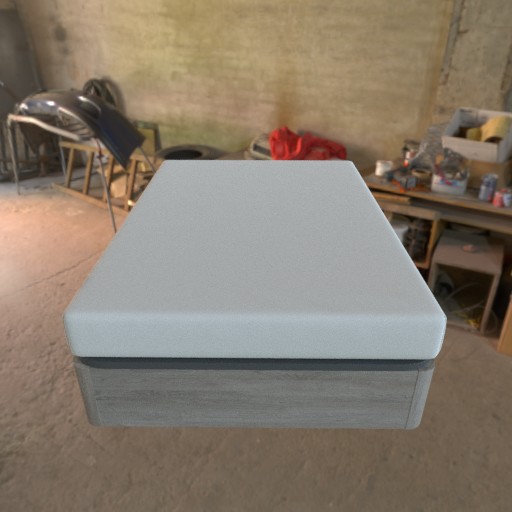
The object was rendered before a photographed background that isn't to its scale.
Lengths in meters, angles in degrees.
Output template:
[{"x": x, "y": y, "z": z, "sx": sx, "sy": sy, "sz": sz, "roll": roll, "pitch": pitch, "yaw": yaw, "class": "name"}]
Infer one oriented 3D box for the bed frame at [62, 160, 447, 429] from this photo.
[{"x": 0.000, "y": 0.000, "z": 2.506, "sx": 1.400, "sy": 0.561, "sz": 1.900, "roll": 0, "pitch": 29, "yaw": 1, "class": "bed frame"}]
